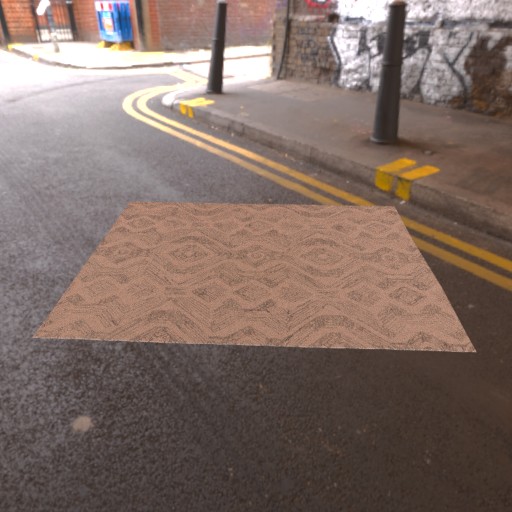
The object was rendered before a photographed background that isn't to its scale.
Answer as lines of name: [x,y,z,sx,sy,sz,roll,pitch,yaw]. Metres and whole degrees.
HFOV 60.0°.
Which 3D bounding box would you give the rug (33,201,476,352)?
rug: [0.000,0.000,4.056,3.054,0.030,2.430,1,30,2]
